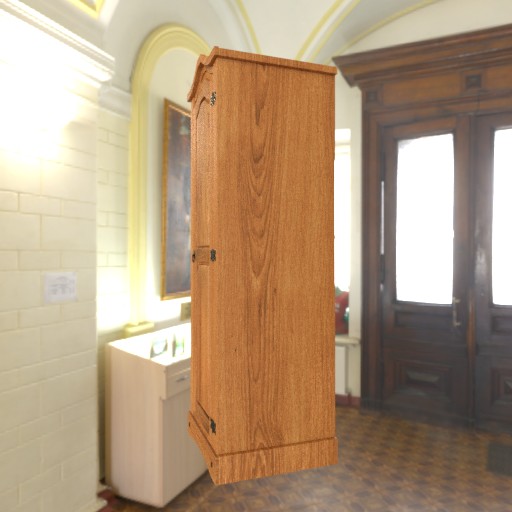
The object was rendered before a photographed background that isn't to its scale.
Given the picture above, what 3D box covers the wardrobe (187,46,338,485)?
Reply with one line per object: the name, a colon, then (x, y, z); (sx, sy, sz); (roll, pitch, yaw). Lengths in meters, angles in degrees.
wardrobe: (0.000, 0.000, 2.177); (0.570, 1.870, 0.590); (0, 0, -20)
